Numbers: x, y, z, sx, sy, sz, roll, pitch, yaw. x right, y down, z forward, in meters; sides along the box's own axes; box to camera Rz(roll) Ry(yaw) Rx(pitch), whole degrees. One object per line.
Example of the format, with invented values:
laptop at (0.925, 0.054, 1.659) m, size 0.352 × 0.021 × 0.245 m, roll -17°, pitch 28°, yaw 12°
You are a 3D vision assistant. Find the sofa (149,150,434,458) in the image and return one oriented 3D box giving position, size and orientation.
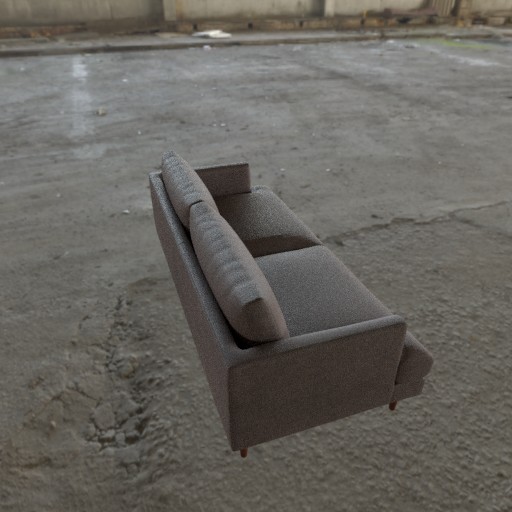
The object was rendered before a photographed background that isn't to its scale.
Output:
sofa at (0.000, 0.000, 2.842) m, size 1.020 × 0.868 × 2.250 m, roll -10°, pitch 33°, yaw -16°
